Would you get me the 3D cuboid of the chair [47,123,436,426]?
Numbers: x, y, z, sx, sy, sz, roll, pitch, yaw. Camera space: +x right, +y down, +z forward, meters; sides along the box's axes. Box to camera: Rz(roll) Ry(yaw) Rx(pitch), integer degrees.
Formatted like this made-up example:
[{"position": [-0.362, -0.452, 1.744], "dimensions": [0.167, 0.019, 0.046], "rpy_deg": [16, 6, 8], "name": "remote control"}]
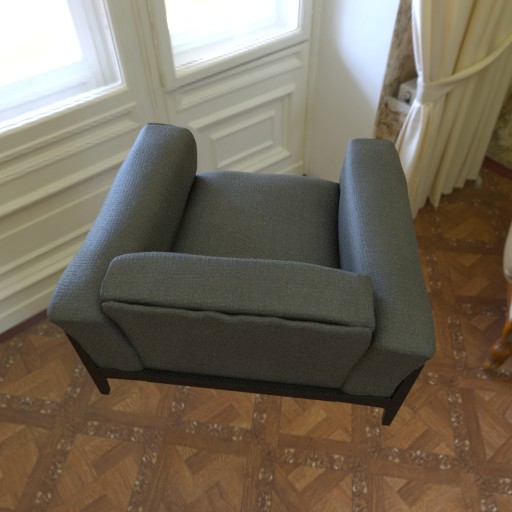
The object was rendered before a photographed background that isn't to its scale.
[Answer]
[{"position": [0.000, 0.000, 1.628], "dimensions": [1.056, 0.646, 0.969], "rpy_deg": [5, 48, 4], "name": "chair"}]
